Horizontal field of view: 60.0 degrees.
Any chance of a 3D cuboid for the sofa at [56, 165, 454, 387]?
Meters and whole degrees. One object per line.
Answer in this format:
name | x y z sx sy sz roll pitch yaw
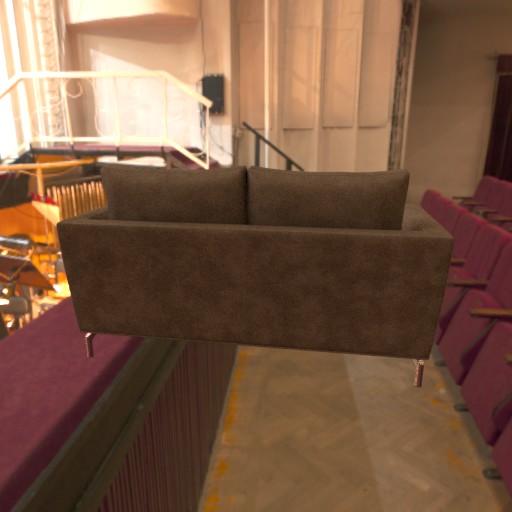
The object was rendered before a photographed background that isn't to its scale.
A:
sofa | 0.000 0.000 2.444 1.832 1.013 0.855 3 16 9
